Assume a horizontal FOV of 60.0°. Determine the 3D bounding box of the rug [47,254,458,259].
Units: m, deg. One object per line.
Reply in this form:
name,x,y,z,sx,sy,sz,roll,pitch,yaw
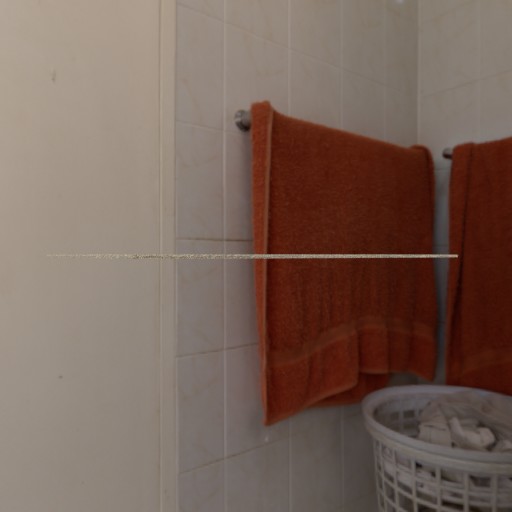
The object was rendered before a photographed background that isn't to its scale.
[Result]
rug,0.000,0.000,2.968,2.297,0.018,1.532,0,0,-36
